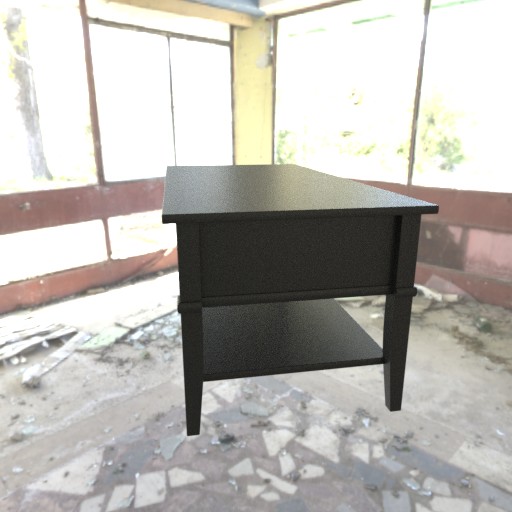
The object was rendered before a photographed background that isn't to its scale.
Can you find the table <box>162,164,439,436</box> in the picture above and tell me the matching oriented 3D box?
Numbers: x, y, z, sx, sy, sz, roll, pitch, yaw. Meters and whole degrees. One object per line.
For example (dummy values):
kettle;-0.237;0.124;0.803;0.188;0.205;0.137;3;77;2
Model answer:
table;0.000;0.000;1.363;0.523;0.470;1.044;-3;16;-10
